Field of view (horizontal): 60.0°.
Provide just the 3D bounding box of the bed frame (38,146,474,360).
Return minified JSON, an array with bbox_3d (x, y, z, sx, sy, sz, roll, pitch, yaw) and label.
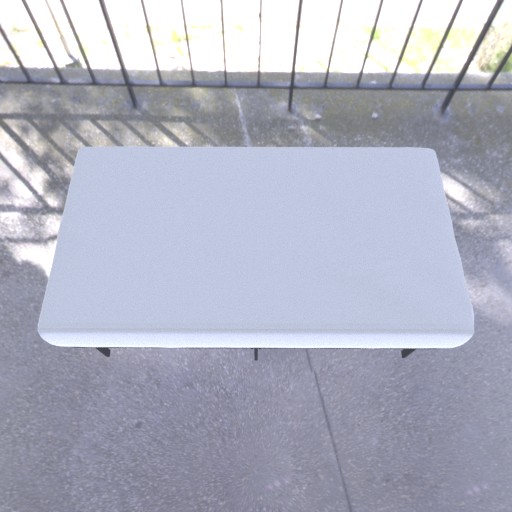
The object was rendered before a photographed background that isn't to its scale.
[{"bbox_3d":[0.000,0.000,2.339,1.908,0.640,1.025,0,64,0],"label":"bed frame"}]
